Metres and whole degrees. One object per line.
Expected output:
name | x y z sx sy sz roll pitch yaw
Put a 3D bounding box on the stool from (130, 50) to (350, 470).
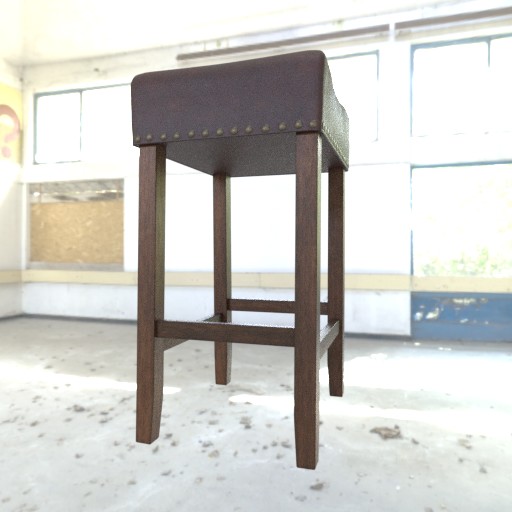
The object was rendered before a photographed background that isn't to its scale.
stool | 0.000 0.000 1.067 0.401 0.769 0.465 0 1 18
